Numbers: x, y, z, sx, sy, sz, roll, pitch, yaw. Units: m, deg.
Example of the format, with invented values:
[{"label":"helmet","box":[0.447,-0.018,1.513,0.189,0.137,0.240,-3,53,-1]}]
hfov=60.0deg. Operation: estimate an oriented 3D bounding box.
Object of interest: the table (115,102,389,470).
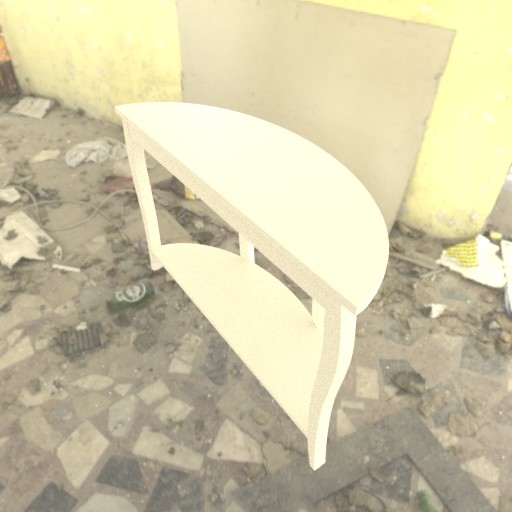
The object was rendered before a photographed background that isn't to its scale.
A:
[{"label":"table","box":[0.000,0.000,1.577,0.394,0.780,1.219,-25,46,-26]}]
